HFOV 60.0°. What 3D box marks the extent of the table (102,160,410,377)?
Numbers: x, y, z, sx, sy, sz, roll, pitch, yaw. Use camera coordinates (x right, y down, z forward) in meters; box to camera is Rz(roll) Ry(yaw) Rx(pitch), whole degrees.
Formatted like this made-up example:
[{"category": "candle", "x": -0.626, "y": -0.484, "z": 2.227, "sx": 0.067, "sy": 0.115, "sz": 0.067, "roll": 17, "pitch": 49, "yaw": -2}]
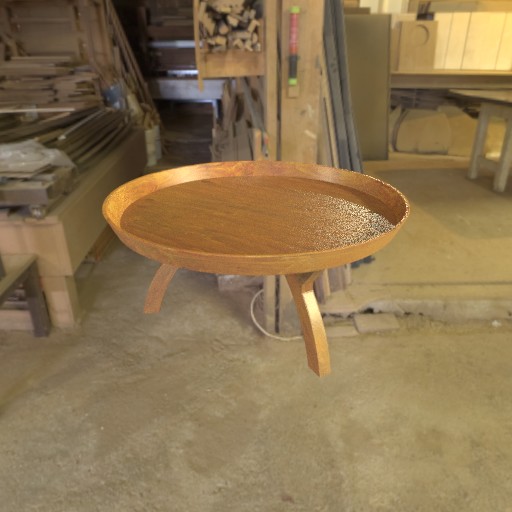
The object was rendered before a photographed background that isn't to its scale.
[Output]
[{"category": "table", "x": 0.000, "y": 0.000, "z": 1.631, "sx": 1.016, "sy": 0.470, "sz": 1.016, "roll": 0, "pitch": 26, "yaw": 0}]
